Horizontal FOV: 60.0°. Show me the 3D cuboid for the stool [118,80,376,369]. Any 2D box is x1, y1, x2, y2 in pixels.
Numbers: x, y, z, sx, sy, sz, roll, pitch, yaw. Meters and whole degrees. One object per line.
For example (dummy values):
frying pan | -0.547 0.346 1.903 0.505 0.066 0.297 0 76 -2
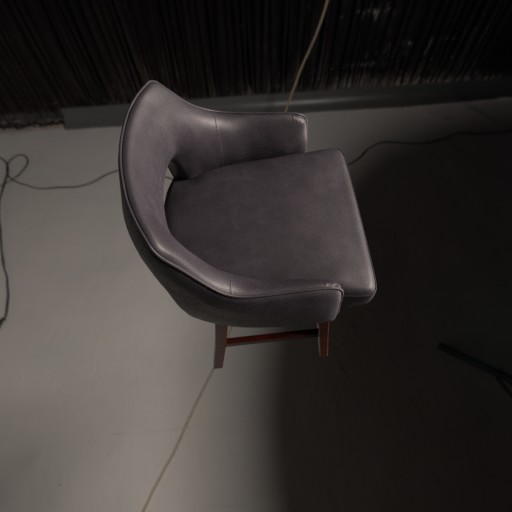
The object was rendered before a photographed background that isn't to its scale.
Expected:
stool | 0.000 0.000 1.340 0.560 1.041 0.550 -6 64 -3
